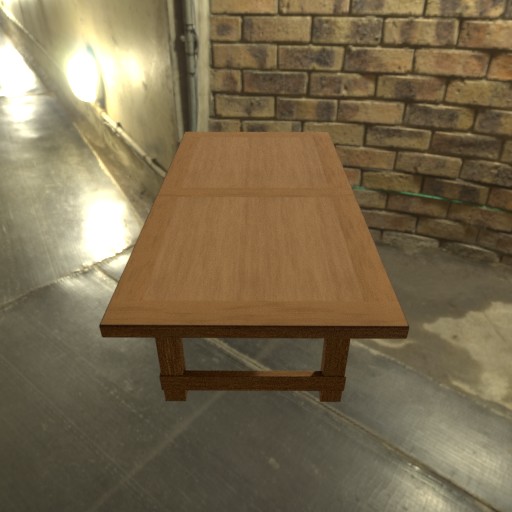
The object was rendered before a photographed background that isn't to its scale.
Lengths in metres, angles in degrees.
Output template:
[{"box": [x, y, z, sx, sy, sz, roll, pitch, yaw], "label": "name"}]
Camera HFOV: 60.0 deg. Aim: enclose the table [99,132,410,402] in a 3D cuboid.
[{"box": [0.000, 0.000, 2.457, 1.000, 0.762, 1.982, 0, 33, 0], "label": "table"}]
